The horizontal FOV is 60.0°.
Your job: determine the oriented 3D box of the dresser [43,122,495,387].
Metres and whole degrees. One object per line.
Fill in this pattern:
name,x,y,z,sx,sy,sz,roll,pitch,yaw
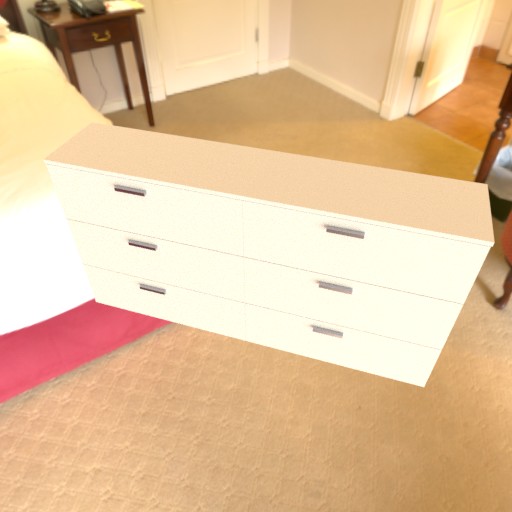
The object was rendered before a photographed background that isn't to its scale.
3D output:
dresser,0.000,0.000,1.818,1.535,0.790,0.333,12,44,13
